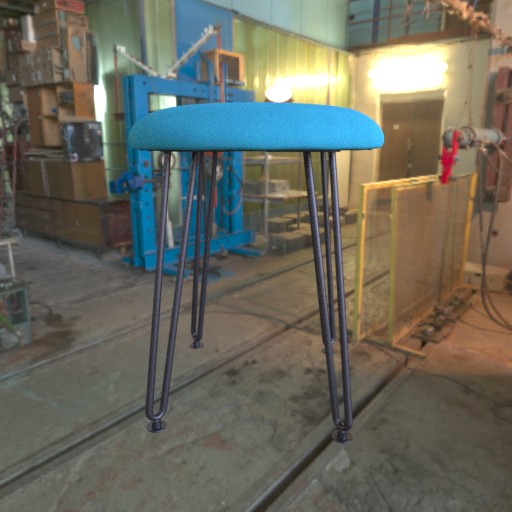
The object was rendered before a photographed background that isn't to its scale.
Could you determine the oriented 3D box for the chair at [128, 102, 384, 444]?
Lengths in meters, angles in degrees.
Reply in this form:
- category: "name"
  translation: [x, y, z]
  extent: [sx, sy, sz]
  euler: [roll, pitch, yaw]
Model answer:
- category: "chair"
  translation: [0.000, 0.000, 0.672]
  extent: [0.350, 0.430, 0.350]
  euler: [-2, 14, -7]
